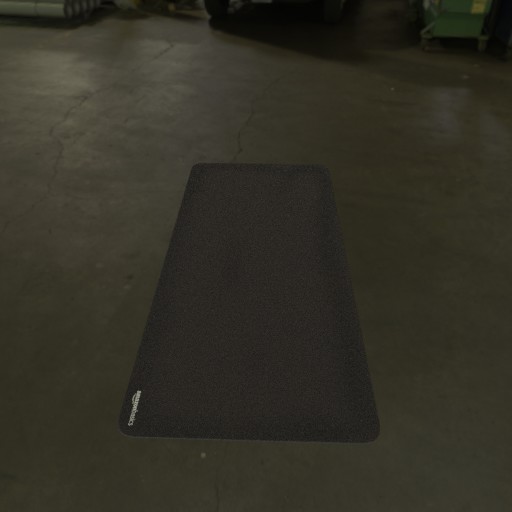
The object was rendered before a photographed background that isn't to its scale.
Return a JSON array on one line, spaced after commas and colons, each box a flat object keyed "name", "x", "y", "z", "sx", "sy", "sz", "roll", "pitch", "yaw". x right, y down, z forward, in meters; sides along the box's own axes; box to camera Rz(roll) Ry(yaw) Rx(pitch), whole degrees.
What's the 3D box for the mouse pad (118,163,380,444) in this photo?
[{"name": "mouse pad", "x": 0.000, "y": 0.000, "z": 1.042, "sx": 0.424, "sy": 0.003, "sz": 0.907, "roll": 1, "pitch": 40, "yaw": 1}]
